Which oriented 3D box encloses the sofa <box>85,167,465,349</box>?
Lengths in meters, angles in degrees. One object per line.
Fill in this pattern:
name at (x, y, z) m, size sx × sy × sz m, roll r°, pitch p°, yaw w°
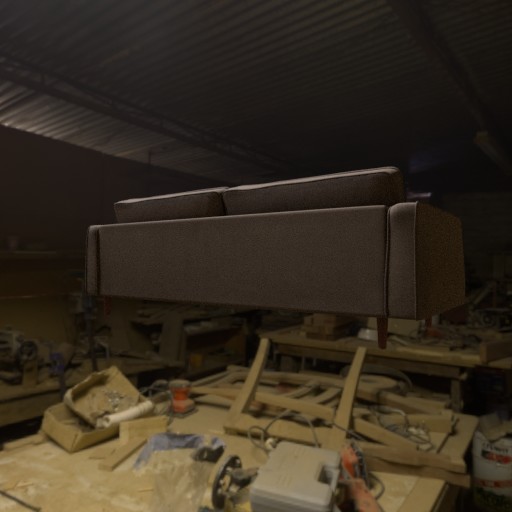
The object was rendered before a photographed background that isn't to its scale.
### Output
sofa at (0.000, 0.000, 2.775) m, size 2.295 × 0.813 × 0.923 m, roll 0°, pitch 0°, yaw 36°
